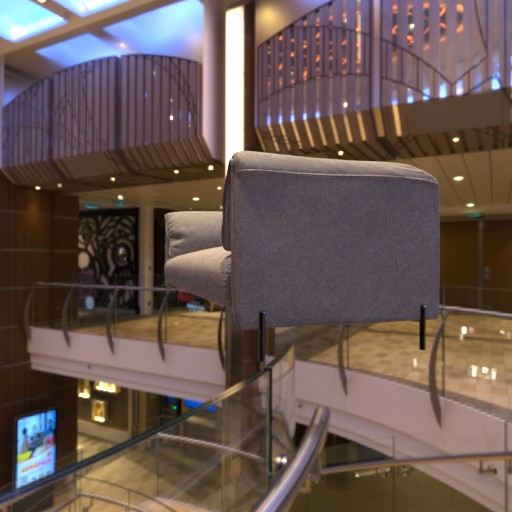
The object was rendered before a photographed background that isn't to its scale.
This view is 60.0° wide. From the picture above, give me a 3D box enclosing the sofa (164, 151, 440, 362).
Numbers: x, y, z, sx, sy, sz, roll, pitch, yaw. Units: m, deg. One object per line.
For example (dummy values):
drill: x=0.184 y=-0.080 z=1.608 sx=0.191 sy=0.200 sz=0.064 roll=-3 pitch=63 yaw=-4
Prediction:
sofa: x=0.000 y=0.000 z=2.694 sx=0.899 sy=0.758 sz=2.238 roll=0 pitch=-1 yaw=-18
